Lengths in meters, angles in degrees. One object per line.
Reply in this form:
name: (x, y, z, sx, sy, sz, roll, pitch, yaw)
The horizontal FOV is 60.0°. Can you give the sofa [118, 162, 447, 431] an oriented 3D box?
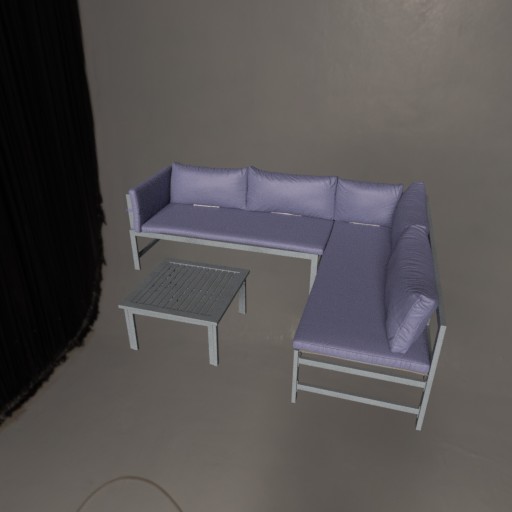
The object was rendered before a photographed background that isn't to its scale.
sofa: (0.000, 0.000, 2.938, 2.149, 0.762, 1.658, 8, 29, 14)
